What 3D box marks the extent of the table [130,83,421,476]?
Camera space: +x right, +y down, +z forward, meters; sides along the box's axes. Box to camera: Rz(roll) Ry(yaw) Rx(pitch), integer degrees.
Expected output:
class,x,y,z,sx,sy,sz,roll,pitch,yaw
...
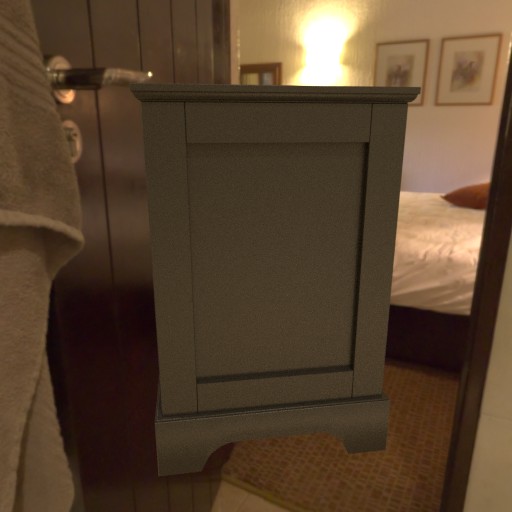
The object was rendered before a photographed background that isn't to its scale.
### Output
class,x,y,z,sx,sy,sz,roll,pitch,yaw
table,0.000,0.000,0.896,0.399,0.610,0.460,-3,17,-9
